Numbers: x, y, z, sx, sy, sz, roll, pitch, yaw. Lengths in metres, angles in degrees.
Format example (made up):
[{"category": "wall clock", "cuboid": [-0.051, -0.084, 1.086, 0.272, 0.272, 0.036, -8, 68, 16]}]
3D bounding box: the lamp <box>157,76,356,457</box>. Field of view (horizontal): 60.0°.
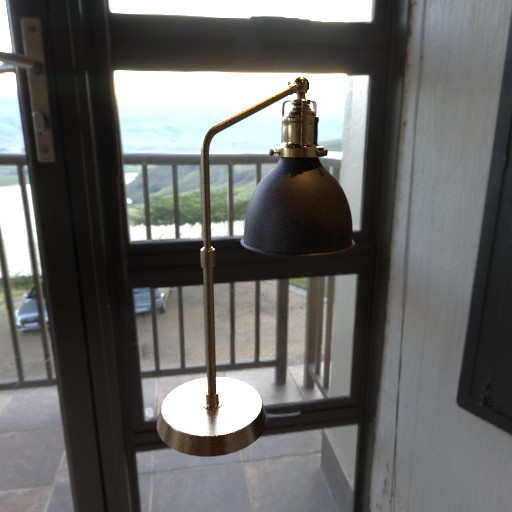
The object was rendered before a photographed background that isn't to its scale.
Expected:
[{"category": "lamp", "cuboid": [0.000, 0.000, 0.593, 0.291, 0.456, 0.160, -8, 17, -27]}]
